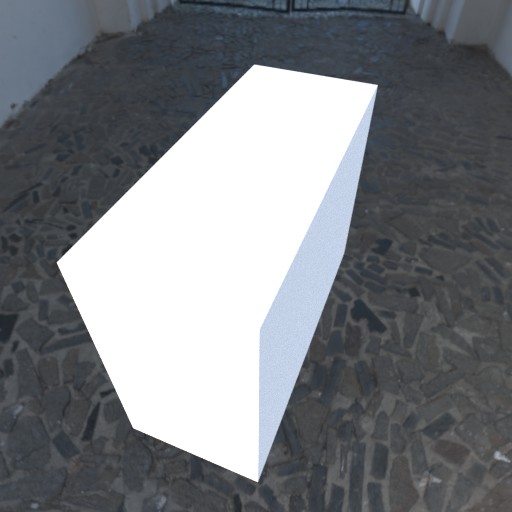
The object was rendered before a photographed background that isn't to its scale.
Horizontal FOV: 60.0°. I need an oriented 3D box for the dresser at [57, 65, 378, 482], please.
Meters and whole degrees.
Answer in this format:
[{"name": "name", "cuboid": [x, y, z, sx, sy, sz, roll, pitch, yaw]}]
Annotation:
[{"name": "dresser", "cuboid": [0.000, 0.000, 1.523, 0.460, 0.820, 1.100, 16, 48, 15]}]
